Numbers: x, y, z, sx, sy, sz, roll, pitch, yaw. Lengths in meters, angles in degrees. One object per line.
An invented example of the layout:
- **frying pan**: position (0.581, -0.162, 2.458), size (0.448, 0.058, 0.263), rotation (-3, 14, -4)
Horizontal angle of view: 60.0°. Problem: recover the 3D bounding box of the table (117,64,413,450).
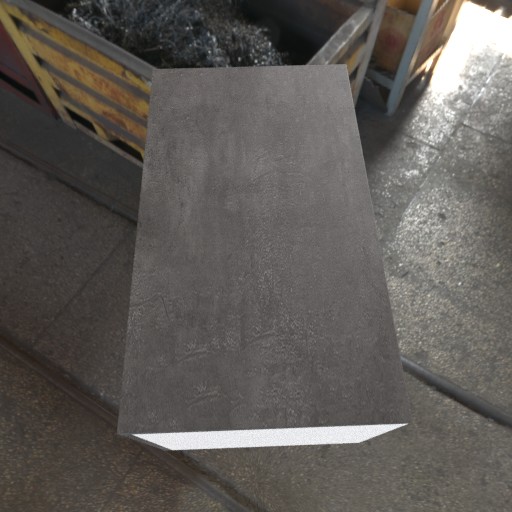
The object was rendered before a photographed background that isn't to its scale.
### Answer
- **table**: position (0.000, 0.000, 0.912), size (0.400, 0.350, 0.700), rotation (-2, 63, -1)
